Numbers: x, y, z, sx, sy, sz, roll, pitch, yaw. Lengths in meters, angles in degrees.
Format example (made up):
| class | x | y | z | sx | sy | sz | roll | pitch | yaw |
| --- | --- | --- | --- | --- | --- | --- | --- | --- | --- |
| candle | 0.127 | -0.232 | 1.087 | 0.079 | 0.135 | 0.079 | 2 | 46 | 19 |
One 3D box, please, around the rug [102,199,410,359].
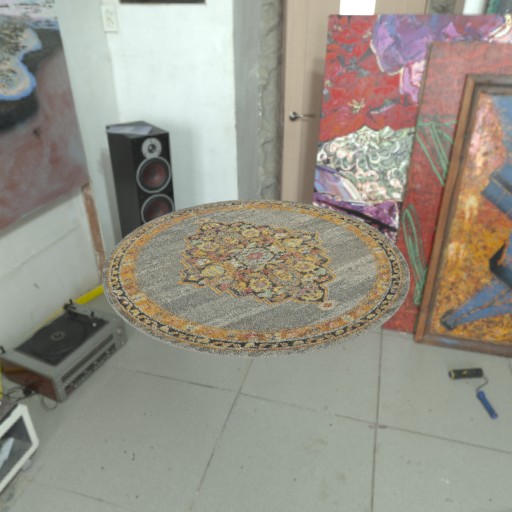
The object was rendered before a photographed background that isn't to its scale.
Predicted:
| class | x | y | z | sx | sy | sz | roll | pitch | yaw |
| --- | --- | --- | --- | --- | --- | --- | --- | --- | --- |
| rug | 0.000 | 0.000 | 3.576 | 2.382 | 0.014 | 2.382 | 0 | 29 | 0 |
